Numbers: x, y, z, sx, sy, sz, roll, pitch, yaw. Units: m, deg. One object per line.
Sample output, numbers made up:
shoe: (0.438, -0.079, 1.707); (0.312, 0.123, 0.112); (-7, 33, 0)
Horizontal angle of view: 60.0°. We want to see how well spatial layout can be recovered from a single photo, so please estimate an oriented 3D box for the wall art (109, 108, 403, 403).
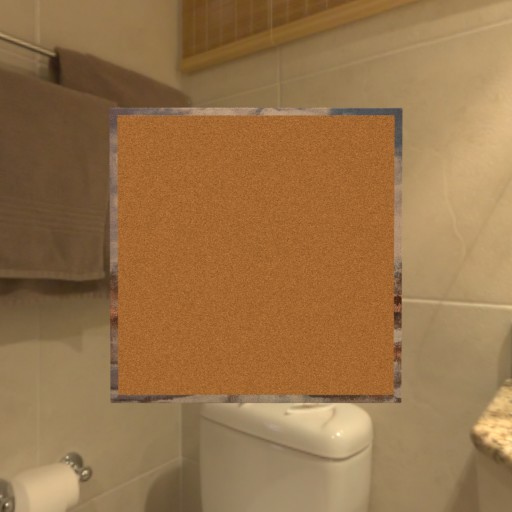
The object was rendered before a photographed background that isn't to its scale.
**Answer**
wall art: (0.000, 0.000, 1.362); (0.888, 0.897, 0.035); (0, 1, 0)
